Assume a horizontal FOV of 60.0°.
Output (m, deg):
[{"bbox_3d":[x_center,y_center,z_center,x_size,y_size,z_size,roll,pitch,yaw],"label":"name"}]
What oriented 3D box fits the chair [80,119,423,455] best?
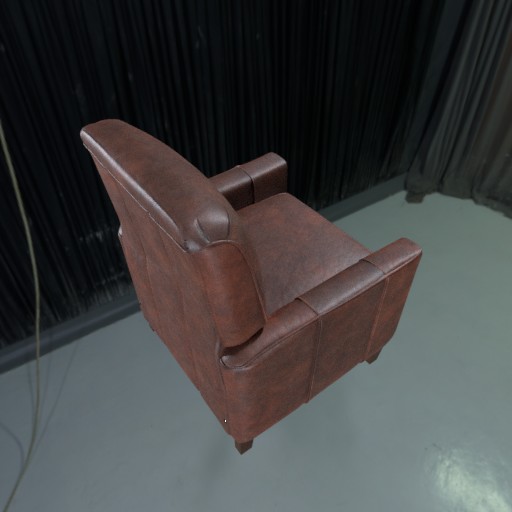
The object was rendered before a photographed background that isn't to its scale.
[{"bbox_3d":[0.000,0.000,1.619,0.836,1.043,0.843,-26,48,-26],"label":"chair"}]
